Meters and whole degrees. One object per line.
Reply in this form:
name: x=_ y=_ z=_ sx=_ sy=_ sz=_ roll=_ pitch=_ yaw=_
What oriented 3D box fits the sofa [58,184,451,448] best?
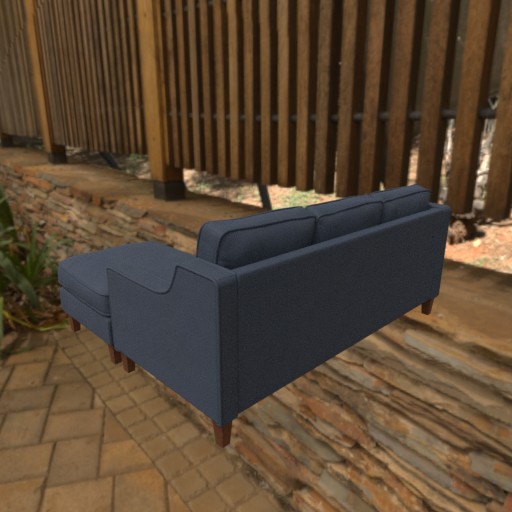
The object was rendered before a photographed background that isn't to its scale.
sofa: x=0.000 y=0.000 z=3.315 sx=2.317 sy=1.066 sz=1.858 roll=-16 pitch=24 yaw=-42
